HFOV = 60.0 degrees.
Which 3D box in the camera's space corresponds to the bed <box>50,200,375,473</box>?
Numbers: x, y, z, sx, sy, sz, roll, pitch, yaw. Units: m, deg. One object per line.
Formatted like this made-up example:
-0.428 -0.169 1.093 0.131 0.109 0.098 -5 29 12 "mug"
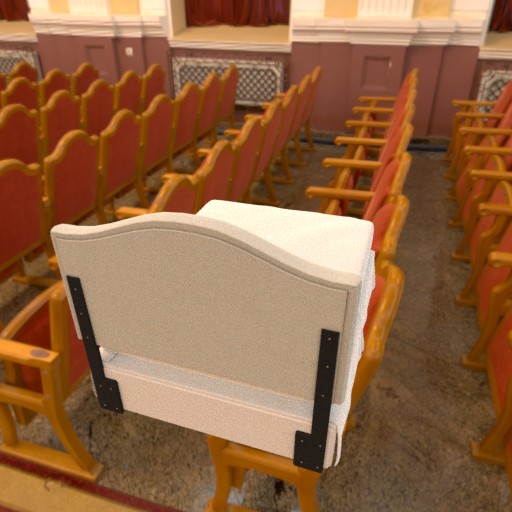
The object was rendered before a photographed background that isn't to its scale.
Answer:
0.000 0.000 3.432 1.813 1.607 2.180 10 32 16 "bed"
